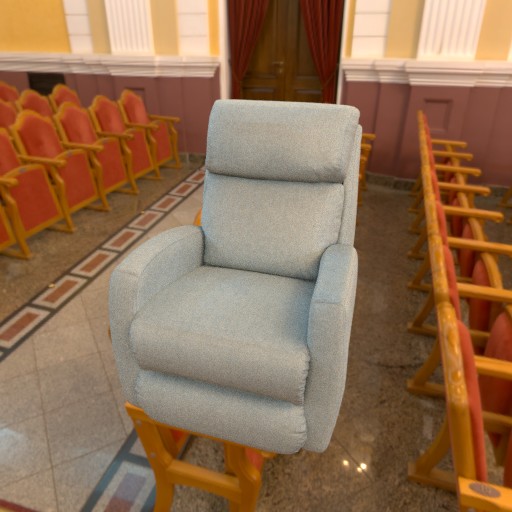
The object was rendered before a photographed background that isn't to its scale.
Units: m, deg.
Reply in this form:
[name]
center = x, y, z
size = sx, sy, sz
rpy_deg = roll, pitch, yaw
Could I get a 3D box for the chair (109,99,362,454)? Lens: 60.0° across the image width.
[chair]
center = 0.000, 0.000, 1.669
size = 0.794, 1.016, 0.940
rpy_deg = 8, 29, 15
